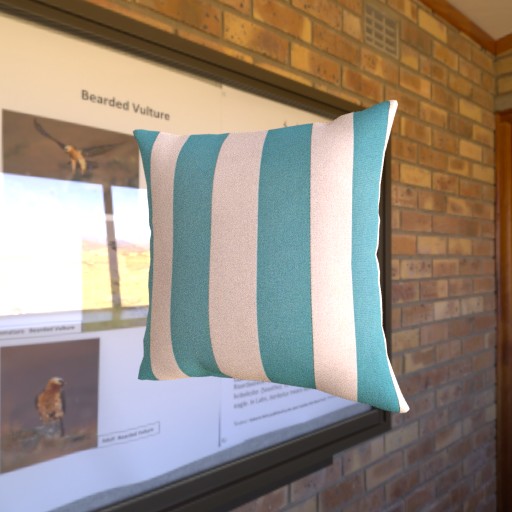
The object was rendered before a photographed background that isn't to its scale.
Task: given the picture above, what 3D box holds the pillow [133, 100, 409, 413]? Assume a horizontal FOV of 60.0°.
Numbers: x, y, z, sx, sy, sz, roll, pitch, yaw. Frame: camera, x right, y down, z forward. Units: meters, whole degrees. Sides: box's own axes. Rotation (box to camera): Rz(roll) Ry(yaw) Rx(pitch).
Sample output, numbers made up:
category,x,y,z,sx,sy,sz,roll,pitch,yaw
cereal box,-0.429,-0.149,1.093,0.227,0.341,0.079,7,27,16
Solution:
category,x,y,z,sx,sy,sz,roll,pitch,yaw
pillow,0.000,0.000,0.822,0.536,0.526,0.189,0,-1,18
